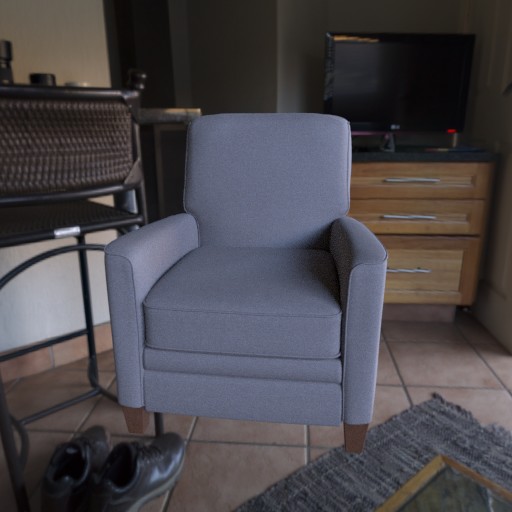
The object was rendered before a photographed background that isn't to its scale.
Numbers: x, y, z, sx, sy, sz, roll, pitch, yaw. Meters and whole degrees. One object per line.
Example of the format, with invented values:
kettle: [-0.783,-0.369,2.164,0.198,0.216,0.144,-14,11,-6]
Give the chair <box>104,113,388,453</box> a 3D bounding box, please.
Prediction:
chair: [0.000,0.000,1.630,0.845,1.023,0.859,2,16,7]
